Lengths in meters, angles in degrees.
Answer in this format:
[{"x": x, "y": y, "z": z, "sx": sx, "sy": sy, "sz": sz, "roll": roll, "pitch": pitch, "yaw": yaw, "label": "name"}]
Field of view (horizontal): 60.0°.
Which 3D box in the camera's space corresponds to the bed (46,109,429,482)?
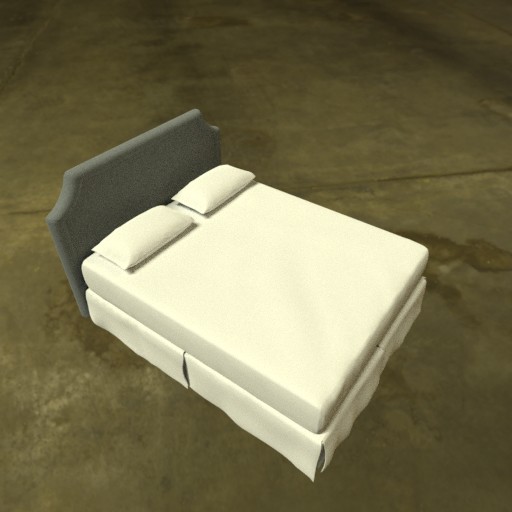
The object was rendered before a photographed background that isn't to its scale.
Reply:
[{"x": 0.000, "y": 0.000, "z": 3.313, "sx": 2.259, "sy": 1.296, "sz": 1.811, "roll": 25, "pitch": 47, "yaw": 26, "label": "bed"}]
